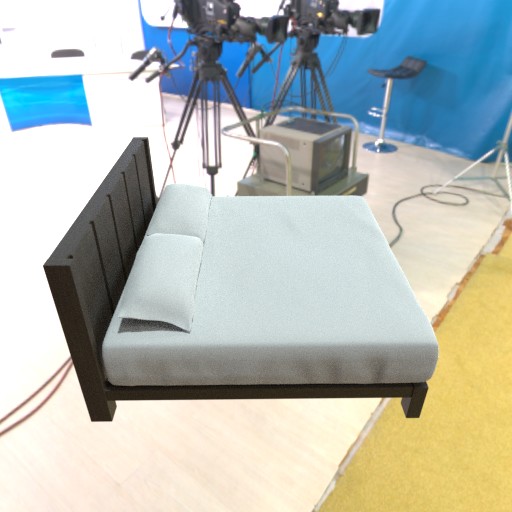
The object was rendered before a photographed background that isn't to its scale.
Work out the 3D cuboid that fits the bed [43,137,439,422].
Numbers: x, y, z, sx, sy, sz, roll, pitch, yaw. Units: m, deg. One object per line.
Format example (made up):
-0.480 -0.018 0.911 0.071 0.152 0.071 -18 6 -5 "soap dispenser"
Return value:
0.000 0.000 3.541 2.238 1.261 2.143 0 33 -1 "bed"
